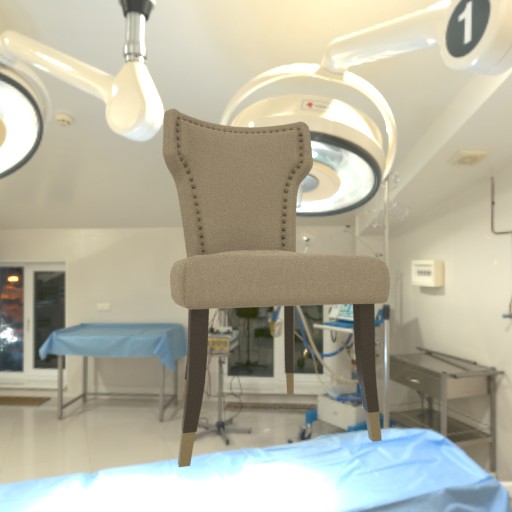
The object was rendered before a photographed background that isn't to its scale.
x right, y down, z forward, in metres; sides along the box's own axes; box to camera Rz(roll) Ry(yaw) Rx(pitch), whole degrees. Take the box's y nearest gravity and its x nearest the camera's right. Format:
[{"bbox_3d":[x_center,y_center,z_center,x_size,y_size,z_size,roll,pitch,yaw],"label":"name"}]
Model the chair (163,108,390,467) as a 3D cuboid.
[{"bbox_3d":[0.000,0.000,1.320,0.526,0.955,0.630,0,-1,-17],"label":"chair"}]
